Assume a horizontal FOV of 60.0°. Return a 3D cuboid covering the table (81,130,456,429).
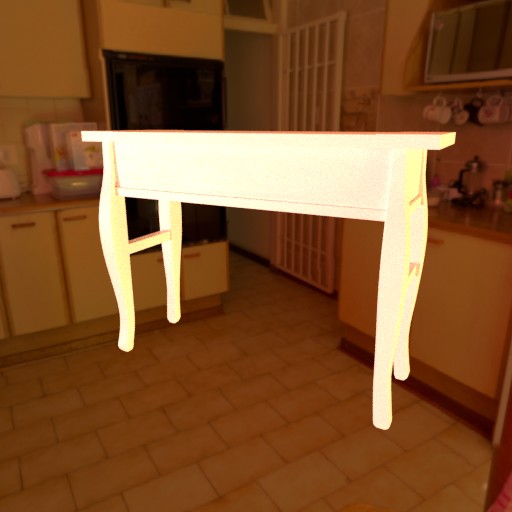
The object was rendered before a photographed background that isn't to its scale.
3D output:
[{"bbox_3d":[0.000,0.000,1.422,1.062,0.768,0.373,9,19,27],"label":"table"}]
